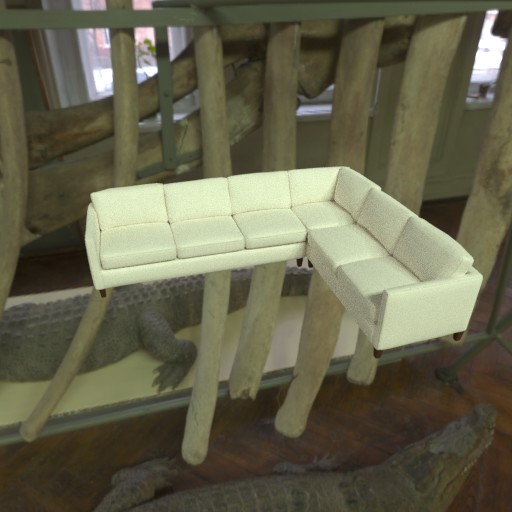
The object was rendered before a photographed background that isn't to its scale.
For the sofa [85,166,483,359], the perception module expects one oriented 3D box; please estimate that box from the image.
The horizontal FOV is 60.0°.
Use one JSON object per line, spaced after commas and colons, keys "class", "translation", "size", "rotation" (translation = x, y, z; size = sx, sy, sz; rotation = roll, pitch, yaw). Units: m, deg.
{"class": "sofa", "translation": [0.000, 0.000, 4.507], "size": [3.302, 0.947, 2.593], "rotation": [-8, 32, -14]}
